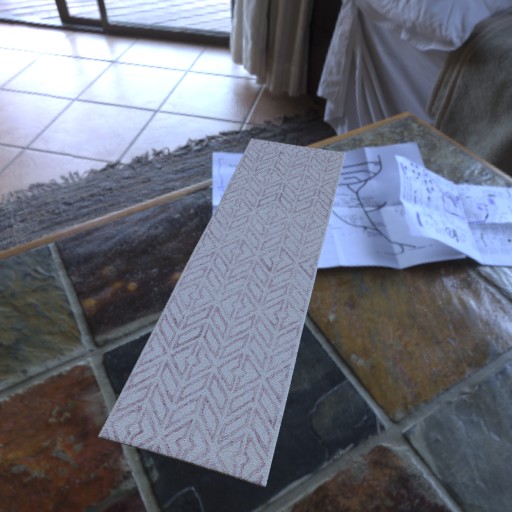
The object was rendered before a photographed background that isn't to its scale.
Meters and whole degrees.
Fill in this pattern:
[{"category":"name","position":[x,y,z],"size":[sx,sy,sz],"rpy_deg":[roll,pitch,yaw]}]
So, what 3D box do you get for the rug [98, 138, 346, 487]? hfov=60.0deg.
[{"category":"rug","position":[0.000,0.000,2.652],"size":[0.750,0.009,2.435],"rpy_deg":[11,48,10]}]
